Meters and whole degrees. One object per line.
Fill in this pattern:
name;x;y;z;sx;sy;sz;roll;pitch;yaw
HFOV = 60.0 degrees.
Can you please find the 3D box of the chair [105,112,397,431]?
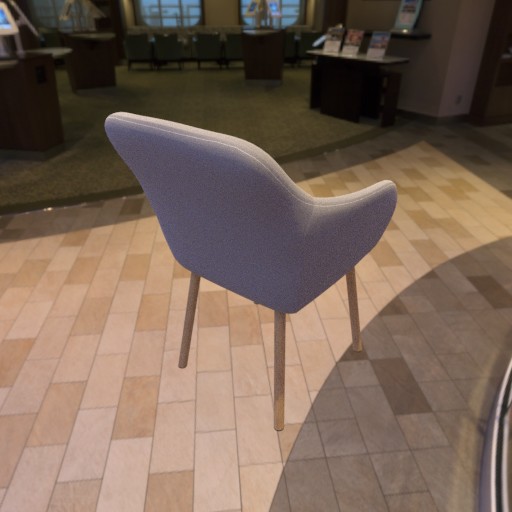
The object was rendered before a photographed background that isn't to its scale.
chair;0.000;0.000;1.214;0.570;0.830;0.590;22;37;32
